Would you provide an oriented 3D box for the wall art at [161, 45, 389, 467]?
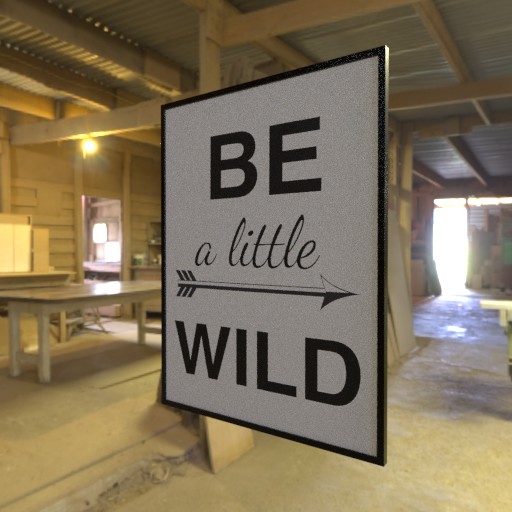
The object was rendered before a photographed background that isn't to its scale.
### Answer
[{"bbox_3d":[0.000,0.000,0.743,0.442,0.582,0.013,1,1,35],"label":"wall art"}]
